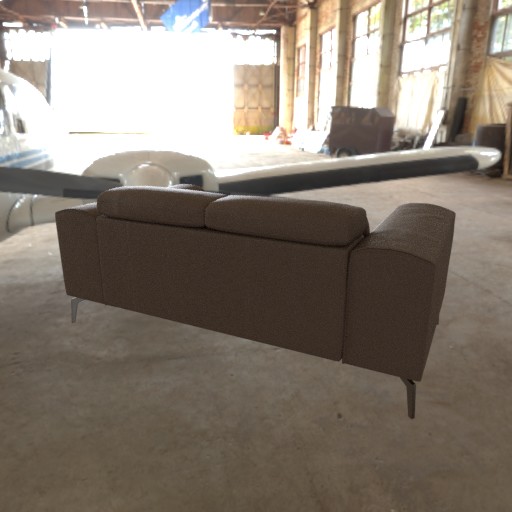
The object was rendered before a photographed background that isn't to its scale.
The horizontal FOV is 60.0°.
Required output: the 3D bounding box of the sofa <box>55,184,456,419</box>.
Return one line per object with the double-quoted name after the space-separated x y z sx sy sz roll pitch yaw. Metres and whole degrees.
0.000 0.000 2.388 1.895 0.779 1.003 9 19 26 "sofa"
